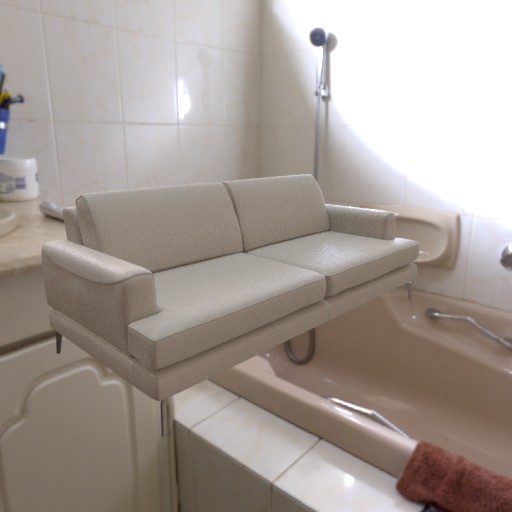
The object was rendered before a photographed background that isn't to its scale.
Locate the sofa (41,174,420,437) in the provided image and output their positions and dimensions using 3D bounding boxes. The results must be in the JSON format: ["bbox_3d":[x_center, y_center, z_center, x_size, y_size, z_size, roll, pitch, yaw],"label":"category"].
[{"bbox_3d":[0.000,0.000,2.391,0.974,0.765,1.940,14,20,43],"label":"sofa"}]
